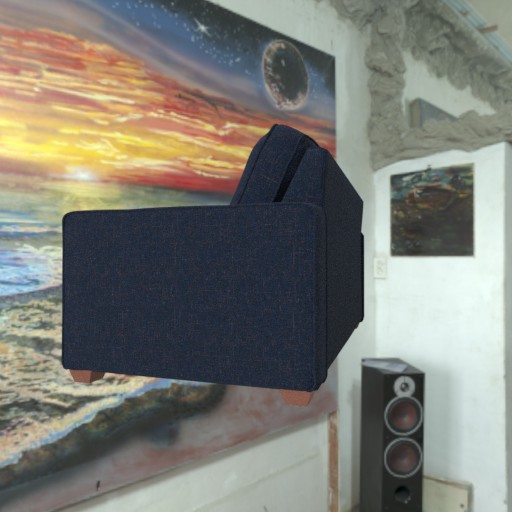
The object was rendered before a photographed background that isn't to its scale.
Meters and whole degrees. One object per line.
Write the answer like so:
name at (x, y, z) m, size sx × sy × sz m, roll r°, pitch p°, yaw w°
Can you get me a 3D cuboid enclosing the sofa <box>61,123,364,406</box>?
sofa at (0.000, 0.000, 2.233) m, size 0.947 × 0.918 × 1.709 m, roll 0°, pitch 0°, yaw 18°
